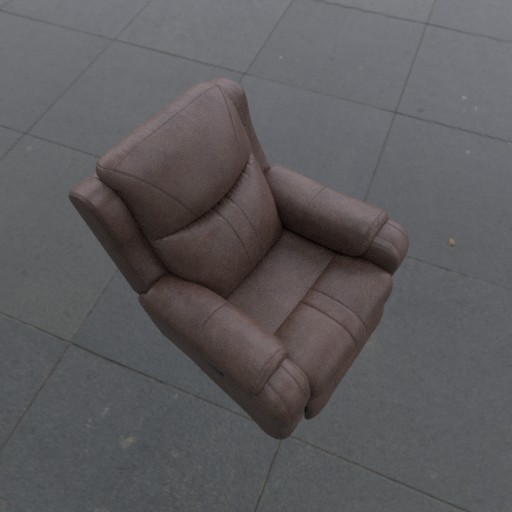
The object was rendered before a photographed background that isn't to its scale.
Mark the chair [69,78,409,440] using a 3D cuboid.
[{"bbox_3d":[0.000,0.000,1.796,1.067,0.990,0.940,33,64,19],"label":"chair"}]
